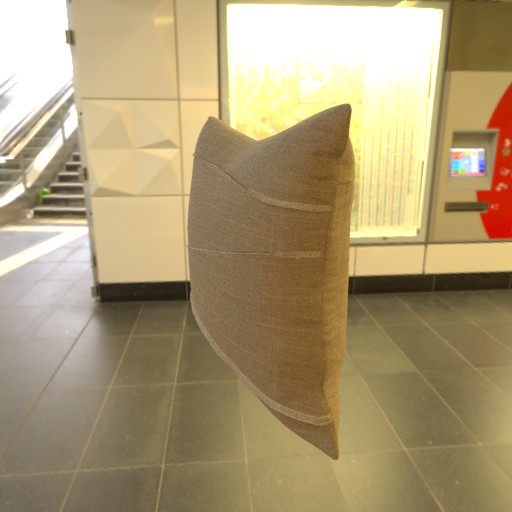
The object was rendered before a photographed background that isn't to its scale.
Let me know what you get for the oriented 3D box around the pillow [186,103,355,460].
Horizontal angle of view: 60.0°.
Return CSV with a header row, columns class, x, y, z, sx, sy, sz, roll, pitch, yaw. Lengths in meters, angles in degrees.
class,x,y,z,sx,sy,sz,roll,pitch,yaw
pillow,0.000,0.000,0.645,0.169,0.400,0.424,-7,17,-24
